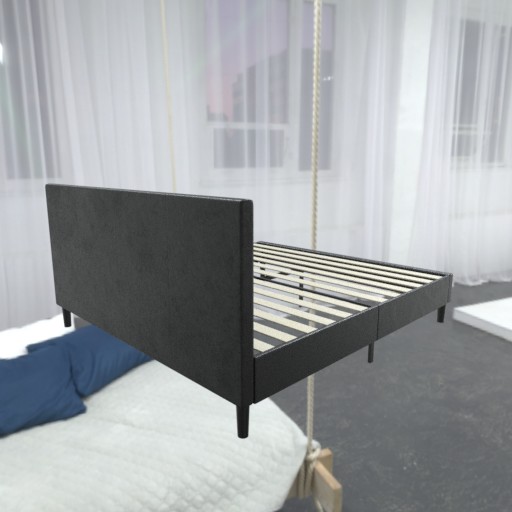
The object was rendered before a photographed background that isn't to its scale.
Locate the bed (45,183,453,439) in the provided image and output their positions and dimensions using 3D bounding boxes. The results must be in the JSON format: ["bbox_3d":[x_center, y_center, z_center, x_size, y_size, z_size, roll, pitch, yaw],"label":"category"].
[{"bbox_3d":[0.000,0.000,3.232,2.152,1.046,2.018,-11,16,-44],"label":"bed"}]
